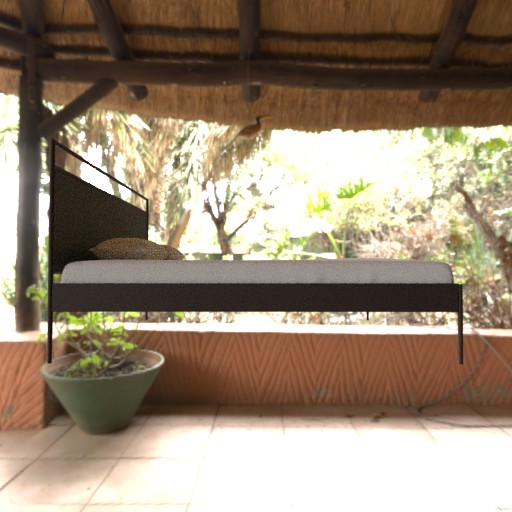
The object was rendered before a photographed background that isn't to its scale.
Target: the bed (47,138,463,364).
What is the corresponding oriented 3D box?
[{"bbox_3d":[0.000,0.000,3.290,2.151,1.173,1.993,0,-2,0],"label":"bed"}]
